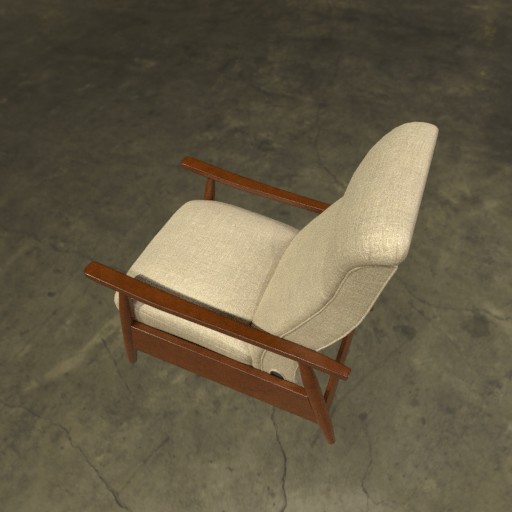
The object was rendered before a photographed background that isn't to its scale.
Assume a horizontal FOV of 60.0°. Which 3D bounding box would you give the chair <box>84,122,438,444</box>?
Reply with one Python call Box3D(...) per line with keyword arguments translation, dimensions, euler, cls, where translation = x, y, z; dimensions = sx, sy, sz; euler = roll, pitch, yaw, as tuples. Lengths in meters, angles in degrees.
Box3D(translation=(0.000, 0.000, 1.724), dimensions=(1.014, 1.082, 0.762), euler=(17, 50, 15), cls="chair")
